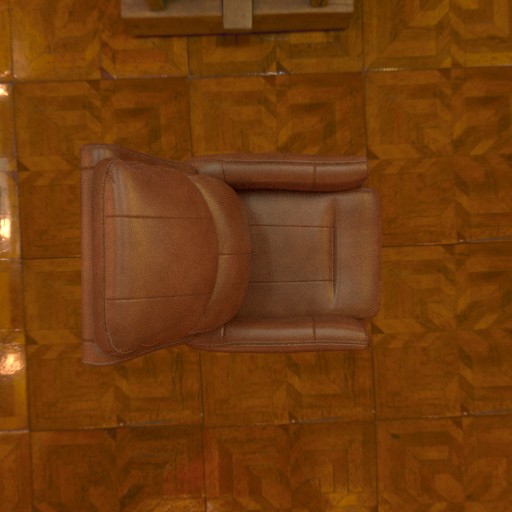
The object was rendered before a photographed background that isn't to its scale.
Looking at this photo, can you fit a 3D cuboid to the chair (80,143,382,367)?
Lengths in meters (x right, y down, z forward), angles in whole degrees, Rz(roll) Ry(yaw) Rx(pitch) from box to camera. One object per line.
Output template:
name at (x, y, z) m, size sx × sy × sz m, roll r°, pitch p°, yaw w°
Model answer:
chair at (0.000, 0.000, 1.746) m, size 1.072 × 1.016 × 0.821 m, roll 0°, pitch 91°, yaw 0°
